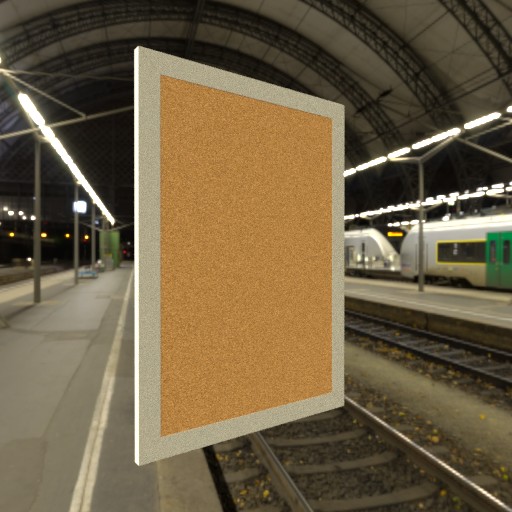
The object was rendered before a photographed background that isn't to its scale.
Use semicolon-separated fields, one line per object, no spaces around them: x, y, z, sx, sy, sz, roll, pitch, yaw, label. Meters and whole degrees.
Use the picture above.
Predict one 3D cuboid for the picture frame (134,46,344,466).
0.000;0.000;0.585;0.326;0.459;0.011;0;0;-36;picture frame
